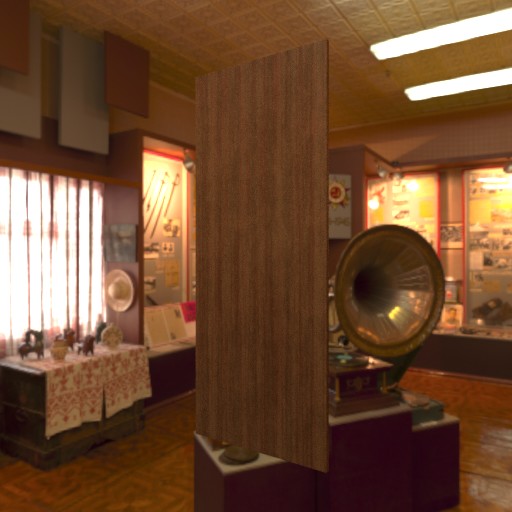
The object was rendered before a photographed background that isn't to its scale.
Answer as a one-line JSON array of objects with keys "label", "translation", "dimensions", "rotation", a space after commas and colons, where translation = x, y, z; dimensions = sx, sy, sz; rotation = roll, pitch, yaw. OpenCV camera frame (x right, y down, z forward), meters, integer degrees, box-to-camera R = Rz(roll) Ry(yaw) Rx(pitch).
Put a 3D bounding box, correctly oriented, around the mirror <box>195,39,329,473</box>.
[{"label": "mirror", "translation": [0.000, 0.000, 2.312], "dimensions": [0.812, 2.032, 0.025], "rotation": [0, 0, 34]}]
